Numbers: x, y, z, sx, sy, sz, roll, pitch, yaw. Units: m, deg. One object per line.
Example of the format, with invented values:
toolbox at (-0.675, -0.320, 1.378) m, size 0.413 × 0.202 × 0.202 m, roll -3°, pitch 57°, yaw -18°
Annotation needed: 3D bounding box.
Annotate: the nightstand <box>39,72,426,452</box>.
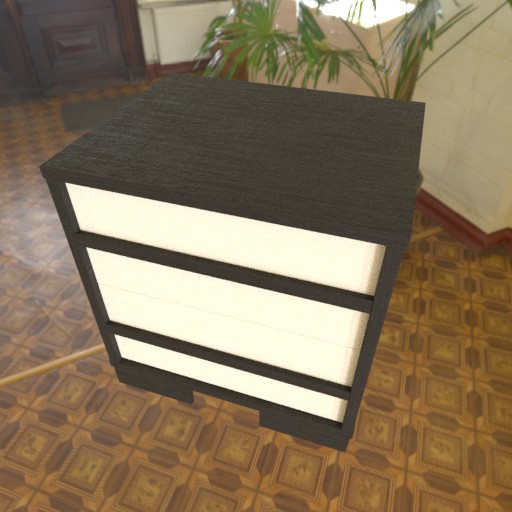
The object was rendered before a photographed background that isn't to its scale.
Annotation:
nightstand at (0.000, 0.000, 0.743) m, size 0.427 × 0.448 × 0.347 m, roll 12°, pitch 42°, yaw 14°
